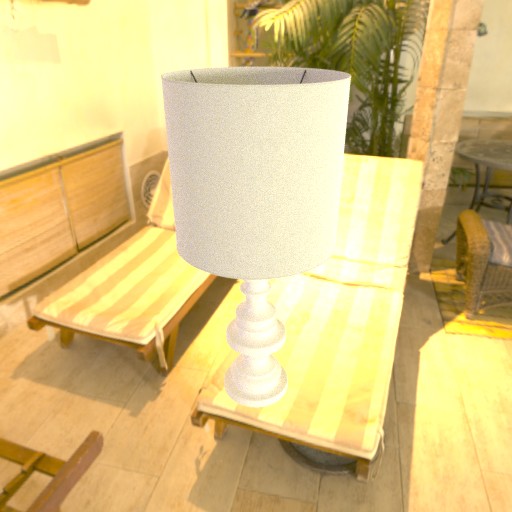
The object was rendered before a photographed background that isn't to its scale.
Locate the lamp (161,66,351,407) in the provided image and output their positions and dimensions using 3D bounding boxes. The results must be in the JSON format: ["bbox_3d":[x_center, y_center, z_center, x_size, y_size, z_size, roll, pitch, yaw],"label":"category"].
[{"bbox_3d":[0.000,0.000,0.598,0.208,0.455,0.208,9,29,16],"label":"lamp"}]
